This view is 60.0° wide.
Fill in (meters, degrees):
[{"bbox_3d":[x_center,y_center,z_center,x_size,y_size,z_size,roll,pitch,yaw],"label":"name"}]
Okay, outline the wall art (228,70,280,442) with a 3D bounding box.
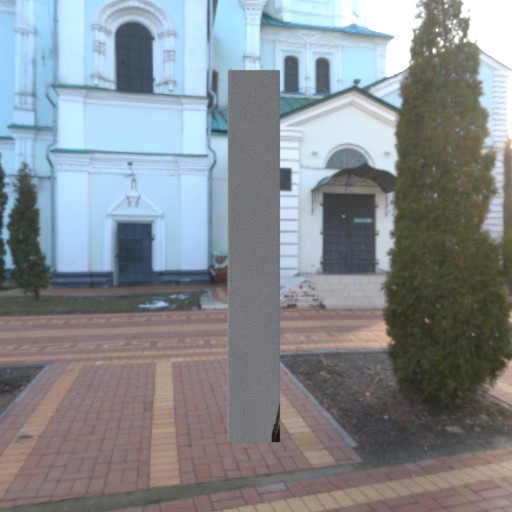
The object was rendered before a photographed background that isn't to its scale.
[{"bbox_3d":[0.000,0.000,0.494,0.039,0.254,0.384,0,0,1],"label":"wall art"}]
